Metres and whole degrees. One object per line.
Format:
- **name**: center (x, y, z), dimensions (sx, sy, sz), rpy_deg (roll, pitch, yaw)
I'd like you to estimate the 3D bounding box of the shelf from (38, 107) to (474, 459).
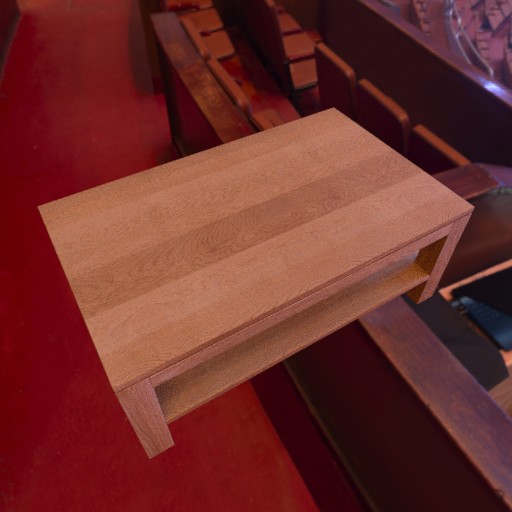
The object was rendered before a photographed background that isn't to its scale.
- **shelf**: center (0.000, 0.000, 1.529), dimensions (1.150, 0.450, 0.700), rpy_deg (-24, 52, -20)
